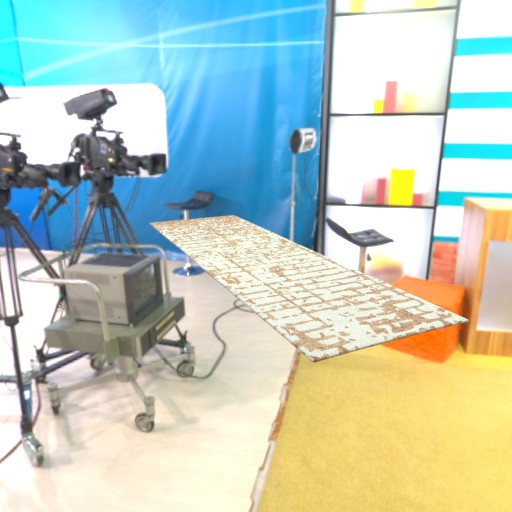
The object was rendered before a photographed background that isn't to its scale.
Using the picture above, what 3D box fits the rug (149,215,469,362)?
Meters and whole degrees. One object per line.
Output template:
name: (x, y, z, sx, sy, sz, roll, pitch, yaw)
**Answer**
rug: (0.000, 0.000, 2.697, 0.750, 0.011, 2.435, -8, 18, -25)
